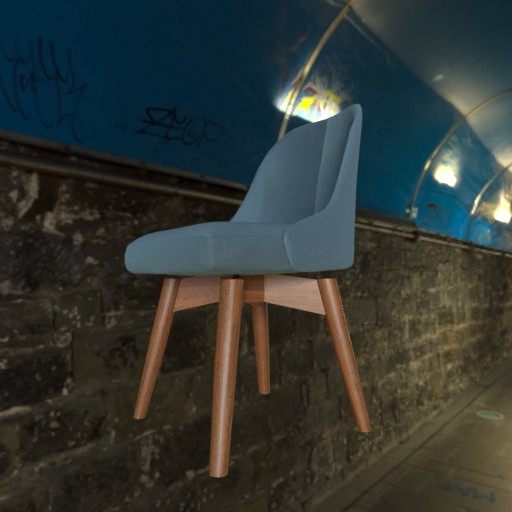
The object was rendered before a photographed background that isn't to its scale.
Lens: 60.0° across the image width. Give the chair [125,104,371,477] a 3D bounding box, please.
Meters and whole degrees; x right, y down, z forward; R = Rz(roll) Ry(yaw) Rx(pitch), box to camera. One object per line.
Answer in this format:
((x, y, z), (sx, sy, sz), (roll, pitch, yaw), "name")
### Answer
((0.000, 0.000, 1.202), (0.589, 0.882, 0.503), (2, -3, -35), "chair")
